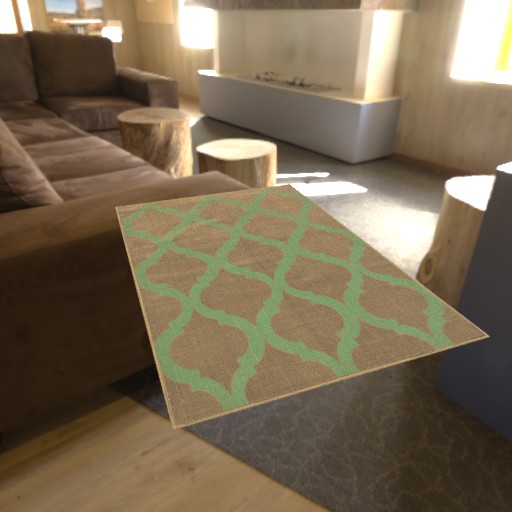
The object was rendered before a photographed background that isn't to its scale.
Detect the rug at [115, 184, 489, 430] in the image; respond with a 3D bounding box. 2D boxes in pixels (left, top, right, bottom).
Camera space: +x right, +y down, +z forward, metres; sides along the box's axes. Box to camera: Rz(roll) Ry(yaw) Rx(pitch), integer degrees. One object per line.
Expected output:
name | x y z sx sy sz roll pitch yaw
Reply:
rug | 0.000 0.000 2.819 1.524 0.006 2.286 -10 31 -18
